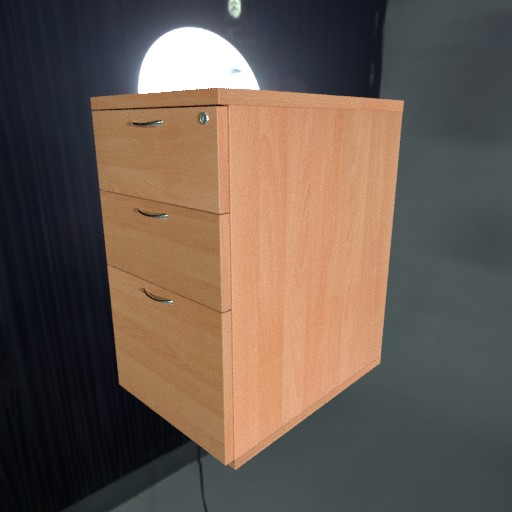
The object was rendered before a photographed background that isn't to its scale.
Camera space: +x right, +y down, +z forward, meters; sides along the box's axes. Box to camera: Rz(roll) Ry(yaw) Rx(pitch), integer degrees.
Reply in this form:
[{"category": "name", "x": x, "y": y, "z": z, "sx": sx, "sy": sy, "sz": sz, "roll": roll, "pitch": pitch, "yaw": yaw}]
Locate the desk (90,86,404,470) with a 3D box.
[{"category": "desk", "x": 0.000, "y": 0.000, "z": 1.092, "sx": 0.404, "sy": 0.730, "sz": 0.600, "roll": 16, "pitch": 23, "yaw": 42}]
